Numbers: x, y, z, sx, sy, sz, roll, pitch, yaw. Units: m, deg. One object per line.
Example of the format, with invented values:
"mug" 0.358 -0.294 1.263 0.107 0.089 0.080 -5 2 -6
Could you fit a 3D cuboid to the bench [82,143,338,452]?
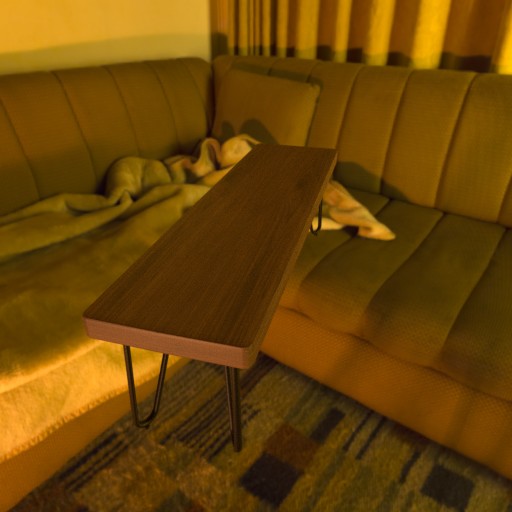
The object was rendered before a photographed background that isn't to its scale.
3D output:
"bench" 0.000 0.000 1.758 0.425 0.462 1.570 8 30 14
